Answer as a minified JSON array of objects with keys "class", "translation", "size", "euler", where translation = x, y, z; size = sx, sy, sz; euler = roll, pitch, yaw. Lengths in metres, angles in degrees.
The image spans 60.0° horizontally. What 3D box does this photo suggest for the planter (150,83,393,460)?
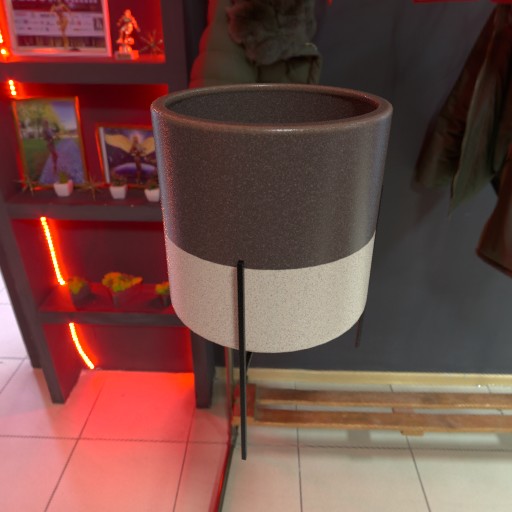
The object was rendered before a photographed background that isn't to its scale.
[{"class":"planter","translation":[0.000,0.000,0.522],"size":[0.260,0.353,0.250],"euler":[19,34,30]}]
